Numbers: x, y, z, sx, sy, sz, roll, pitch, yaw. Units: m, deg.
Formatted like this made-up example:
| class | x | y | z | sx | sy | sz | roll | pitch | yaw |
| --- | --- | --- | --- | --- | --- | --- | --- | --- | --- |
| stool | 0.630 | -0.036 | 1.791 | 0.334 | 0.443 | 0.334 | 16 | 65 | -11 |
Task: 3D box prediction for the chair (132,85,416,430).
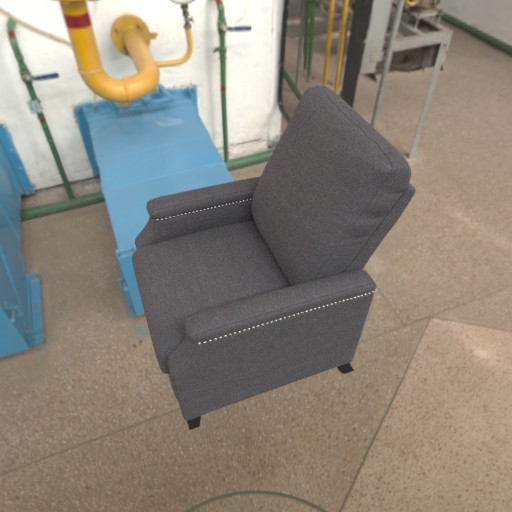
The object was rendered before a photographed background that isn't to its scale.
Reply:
| class | x | y | z | sx | sy | sz | roll | pitch | yaw |
| --- | --- | --- | --- | --- | --- | --- | --- | --- | --- |
| chair | 0.000 | 0.000 | 1.724 | 0.922 | 1.049 | 0.710 | -15 | 48 | -14 |
